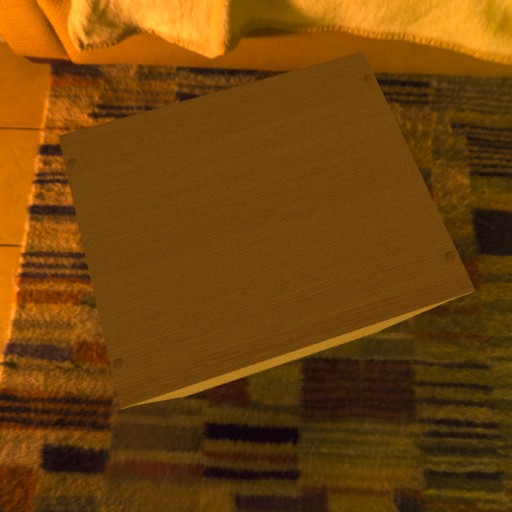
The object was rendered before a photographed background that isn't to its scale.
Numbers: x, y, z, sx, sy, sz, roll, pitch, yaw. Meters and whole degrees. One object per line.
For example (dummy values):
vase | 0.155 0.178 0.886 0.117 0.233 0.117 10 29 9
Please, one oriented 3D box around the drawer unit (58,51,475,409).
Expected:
drawer unit | 0.000 0.000 0.613 0.349 0.344 0.290 -17 75 -5
